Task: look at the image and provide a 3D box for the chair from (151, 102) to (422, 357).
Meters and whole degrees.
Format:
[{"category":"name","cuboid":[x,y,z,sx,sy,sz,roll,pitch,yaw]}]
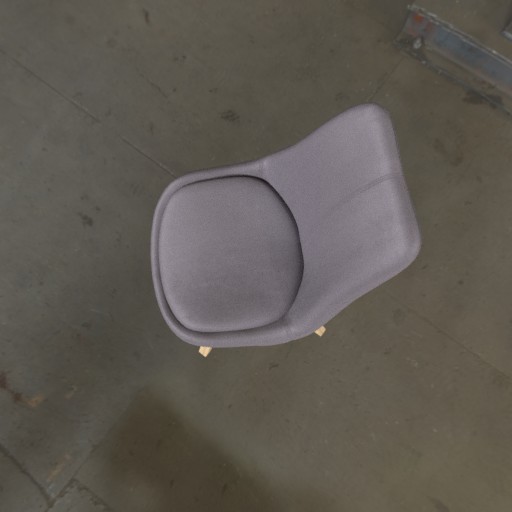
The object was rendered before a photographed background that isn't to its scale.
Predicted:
[{"category":"chair","cuboid":[0.000,0.000,1.186,0.547,0.865,0.483,-8,75,-2]}]
